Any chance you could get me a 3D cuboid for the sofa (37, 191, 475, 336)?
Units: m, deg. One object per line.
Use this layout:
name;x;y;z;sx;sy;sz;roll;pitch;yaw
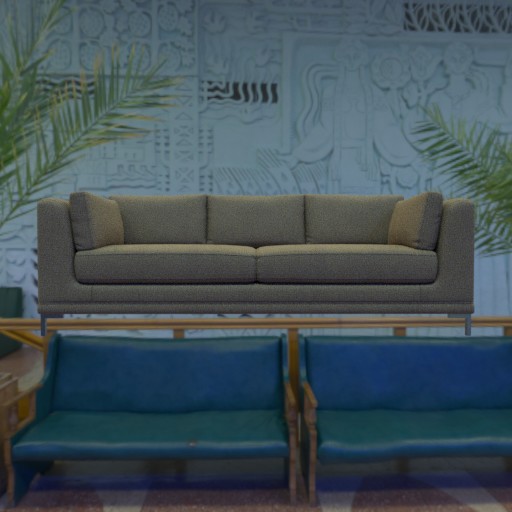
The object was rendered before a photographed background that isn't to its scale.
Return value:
sofa;0.000;0.000;2.897;2.415;0.867;0.969;0;1;0
